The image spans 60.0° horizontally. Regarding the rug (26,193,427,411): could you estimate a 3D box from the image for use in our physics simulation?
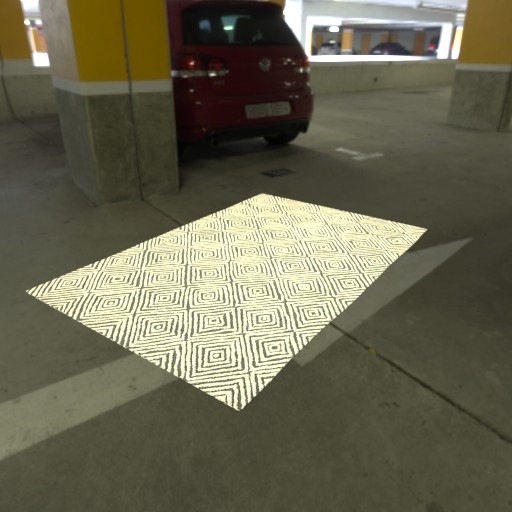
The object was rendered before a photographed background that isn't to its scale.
[{"bbox_3d":[0.000,0.000,2.225,1.177,0.004,1.750,17,30,32],"label":"rug"}]
